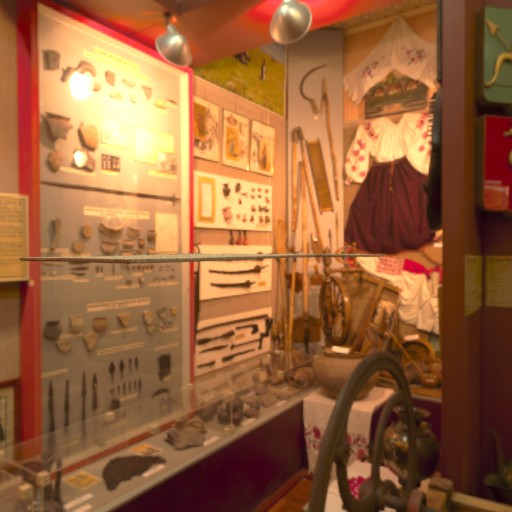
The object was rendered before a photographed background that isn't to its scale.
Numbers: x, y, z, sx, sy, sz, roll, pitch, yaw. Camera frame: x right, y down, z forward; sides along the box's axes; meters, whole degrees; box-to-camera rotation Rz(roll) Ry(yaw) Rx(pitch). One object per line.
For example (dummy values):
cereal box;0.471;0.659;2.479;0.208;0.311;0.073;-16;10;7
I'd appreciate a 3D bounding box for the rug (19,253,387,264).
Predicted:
rug;0.000;0.000;2.525;0.692;0.032;2.320;0;1;36
